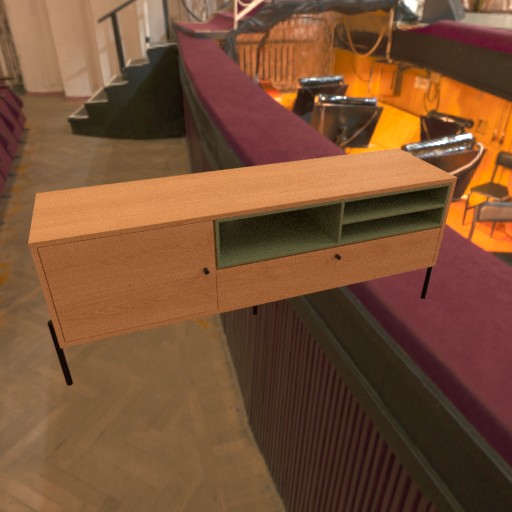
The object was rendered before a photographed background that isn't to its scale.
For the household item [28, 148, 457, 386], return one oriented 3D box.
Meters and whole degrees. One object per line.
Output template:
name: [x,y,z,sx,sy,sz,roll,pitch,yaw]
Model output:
household item: [0.000,0.000,1.778,1.550,0.600,0.400,-11,33,-17]
